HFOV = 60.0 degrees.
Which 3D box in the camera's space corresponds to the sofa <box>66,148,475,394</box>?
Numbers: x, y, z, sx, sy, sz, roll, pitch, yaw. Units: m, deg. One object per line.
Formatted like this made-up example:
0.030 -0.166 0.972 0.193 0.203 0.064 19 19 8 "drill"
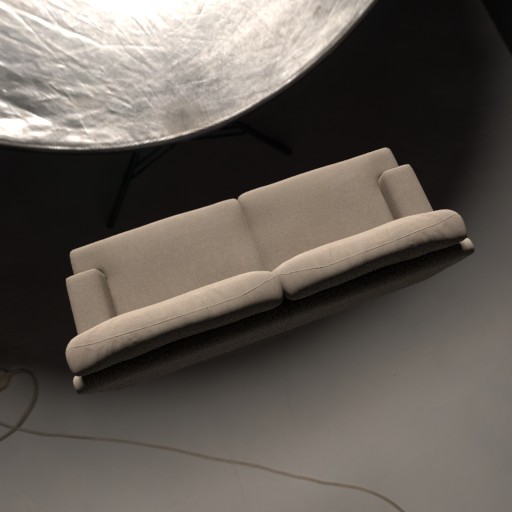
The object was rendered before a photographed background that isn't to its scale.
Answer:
0.000 0.000 2.834 2.354 0.980 0.962 -19 75 -5 "sofa"
